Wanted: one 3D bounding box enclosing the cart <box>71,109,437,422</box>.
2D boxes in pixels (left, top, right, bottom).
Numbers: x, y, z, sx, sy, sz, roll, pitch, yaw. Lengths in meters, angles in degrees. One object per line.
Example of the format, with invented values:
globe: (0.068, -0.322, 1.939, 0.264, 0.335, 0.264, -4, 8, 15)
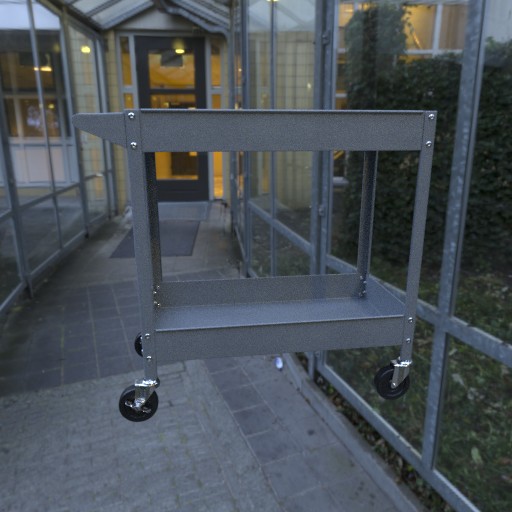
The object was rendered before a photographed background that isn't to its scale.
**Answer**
cart: (0.000, 0.000, 1.168, 0.779, 0.719, 0.366, -2, 16, -8)
